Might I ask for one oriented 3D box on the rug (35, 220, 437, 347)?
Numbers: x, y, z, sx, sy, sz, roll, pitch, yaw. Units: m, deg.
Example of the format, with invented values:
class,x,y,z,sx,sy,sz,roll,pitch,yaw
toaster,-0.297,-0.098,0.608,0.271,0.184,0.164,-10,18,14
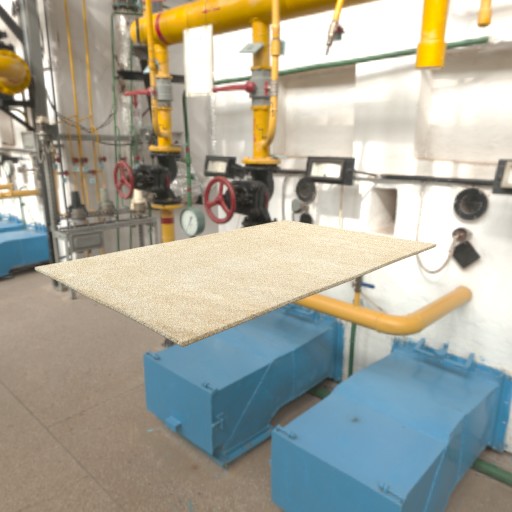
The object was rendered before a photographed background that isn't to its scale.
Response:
class,x,y,z,sx,sy,sz,roll,pitch,yaw
rug,0.000,0.000,3.023,1.500,0.025,2.346,14,20,43
